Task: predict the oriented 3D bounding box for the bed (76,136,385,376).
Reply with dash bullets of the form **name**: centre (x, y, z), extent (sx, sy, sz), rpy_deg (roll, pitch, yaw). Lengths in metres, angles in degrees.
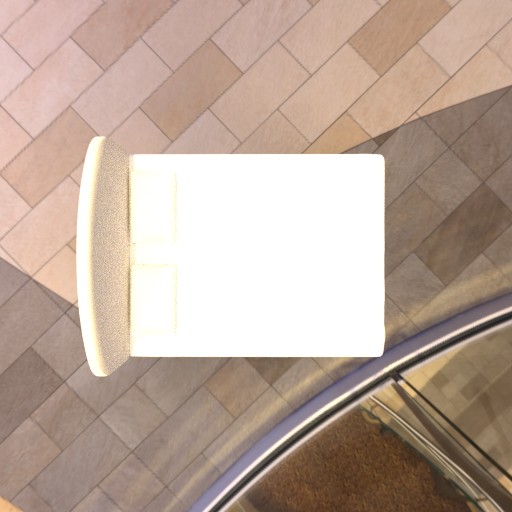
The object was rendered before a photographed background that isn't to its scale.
- **bed**: centre (0.000, 0.000, 3.159), extent (2.005, 1.410, 1.607), rpy_deg (0, 91, 0)
